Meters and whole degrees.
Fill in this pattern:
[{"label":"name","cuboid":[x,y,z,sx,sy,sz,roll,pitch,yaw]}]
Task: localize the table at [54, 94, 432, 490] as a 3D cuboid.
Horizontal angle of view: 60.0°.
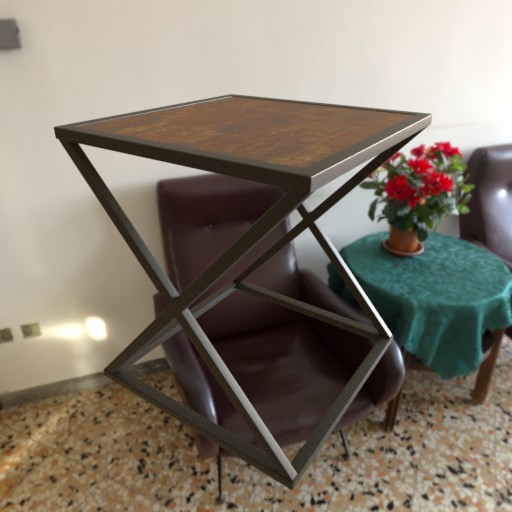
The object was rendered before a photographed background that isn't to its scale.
[{"label":"table","cuboid":[0.000,0.000,0.945,0.500,0.565,0.500,18,32,30]}]
